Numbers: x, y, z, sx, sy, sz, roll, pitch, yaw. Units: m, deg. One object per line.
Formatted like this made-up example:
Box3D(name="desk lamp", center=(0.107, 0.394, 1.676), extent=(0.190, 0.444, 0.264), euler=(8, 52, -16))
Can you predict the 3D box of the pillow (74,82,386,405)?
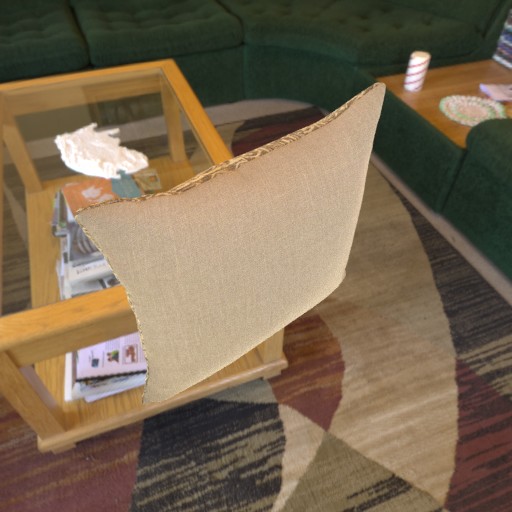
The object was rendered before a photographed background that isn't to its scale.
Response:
Box3D(name="pillow", center=(0.000, 0.000, 0.789), extent=(0.546, 0.487, 0.180), euler=(-30, 53, -25))
